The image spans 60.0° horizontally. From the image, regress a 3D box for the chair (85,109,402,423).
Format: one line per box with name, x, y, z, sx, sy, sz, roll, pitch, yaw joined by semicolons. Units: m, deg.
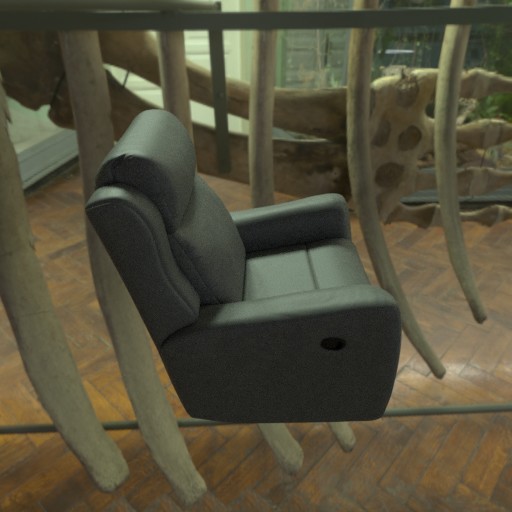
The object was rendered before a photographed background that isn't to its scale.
chair;0.000;0.000;1.914;1.068;1.116;0.965;-1;31;-2
